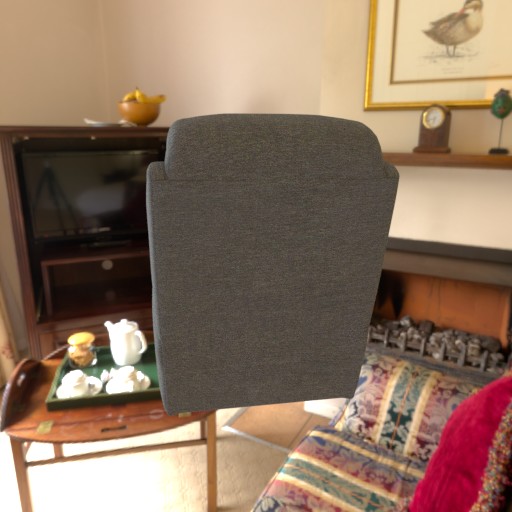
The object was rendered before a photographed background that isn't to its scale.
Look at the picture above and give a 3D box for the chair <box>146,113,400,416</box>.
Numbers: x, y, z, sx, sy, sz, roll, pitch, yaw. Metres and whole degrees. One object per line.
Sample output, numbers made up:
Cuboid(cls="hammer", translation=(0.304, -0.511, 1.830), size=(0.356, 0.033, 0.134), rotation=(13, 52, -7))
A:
Cuboid(cls="chair", translation=(0.000, 0.000, 1.718), size=(0.798, 1.013, 1.043), rotation=(-2, 15, -9))
